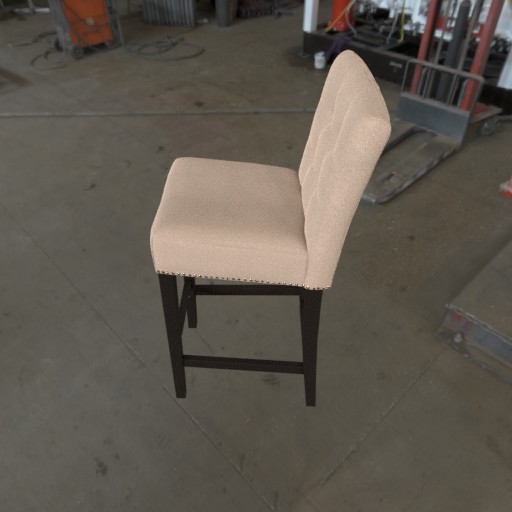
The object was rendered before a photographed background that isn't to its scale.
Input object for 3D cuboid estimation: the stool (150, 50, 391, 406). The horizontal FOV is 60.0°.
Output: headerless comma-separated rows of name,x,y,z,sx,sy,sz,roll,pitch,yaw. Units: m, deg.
stool,0.000,0.000,1.314,0.548,1.047,0.411,1,42,1
